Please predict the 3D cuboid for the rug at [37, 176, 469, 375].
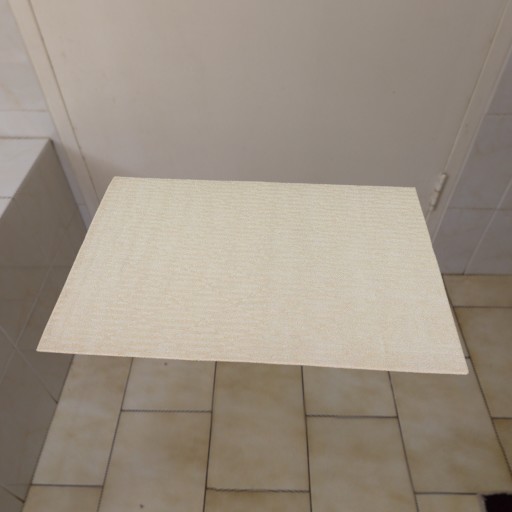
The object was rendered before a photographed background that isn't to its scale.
[{"bbox_3d":[0.000,0.000,2.286,1.848,0.014,1.238,2,47,2],"label":"rug"}]
